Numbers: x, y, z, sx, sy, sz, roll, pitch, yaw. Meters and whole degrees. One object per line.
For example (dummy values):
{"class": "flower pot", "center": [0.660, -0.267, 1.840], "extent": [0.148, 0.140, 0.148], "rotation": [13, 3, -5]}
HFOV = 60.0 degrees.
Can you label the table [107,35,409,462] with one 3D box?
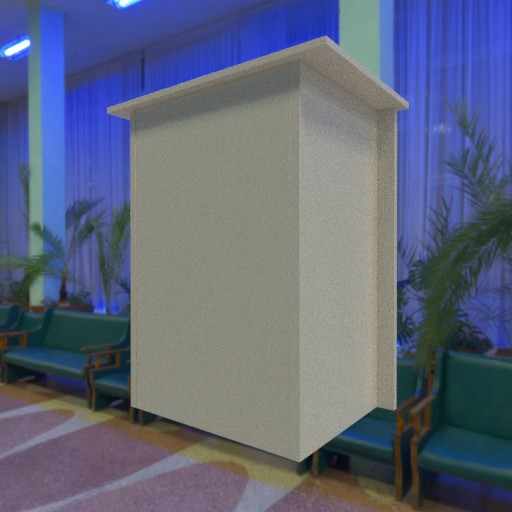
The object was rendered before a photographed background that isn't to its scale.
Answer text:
{"class": "table", "center": [0.000, 0.000, 1.052], "extent": [0.589, 0.711, 0.406], "rotation": [0, 1, 37]}
